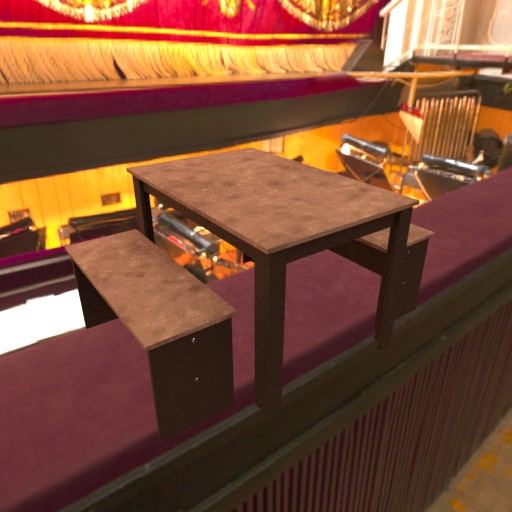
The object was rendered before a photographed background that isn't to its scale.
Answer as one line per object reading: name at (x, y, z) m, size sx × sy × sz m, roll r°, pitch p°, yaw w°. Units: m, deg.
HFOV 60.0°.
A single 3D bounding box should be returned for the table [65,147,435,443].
table at (0.000, 0.000, 2.044) m, size 1.443 × 0.700 × 1.100 m, roll -18°, pitch 32°, yaw -32°
